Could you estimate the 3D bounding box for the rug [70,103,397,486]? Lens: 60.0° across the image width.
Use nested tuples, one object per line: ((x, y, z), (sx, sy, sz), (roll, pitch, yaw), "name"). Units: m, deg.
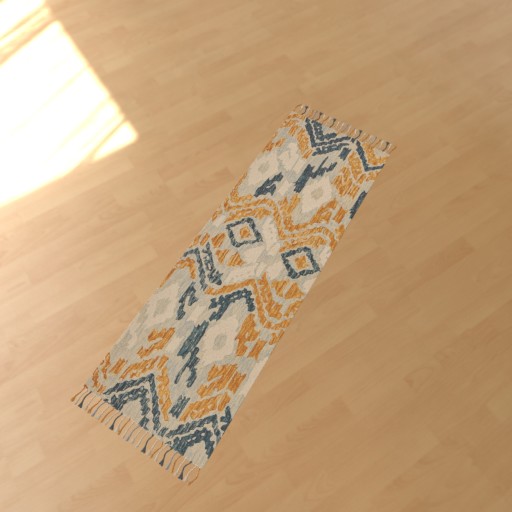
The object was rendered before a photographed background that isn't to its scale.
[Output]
((0.000, 0.000, 2.664), (0.783, 0.010, 2.437), (29, 67, 13), "rug")
